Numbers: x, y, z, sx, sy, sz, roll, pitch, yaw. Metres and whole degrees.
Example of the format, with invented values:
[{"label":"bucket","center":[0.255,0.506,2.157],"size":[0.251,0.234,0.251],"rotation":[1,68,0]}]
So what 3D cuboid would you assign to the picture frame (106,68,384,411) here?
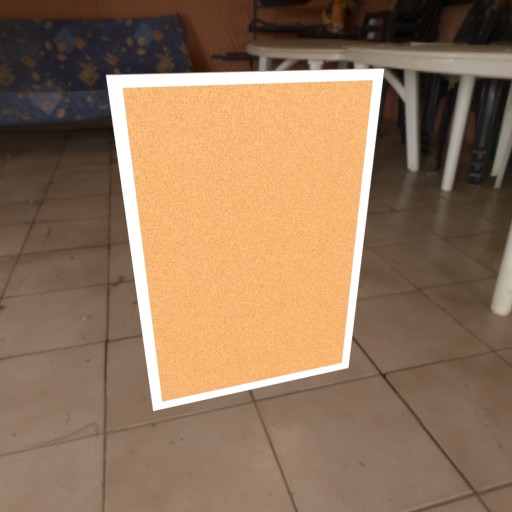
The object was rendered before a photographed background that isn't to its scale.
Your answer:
[{"label":"picture frame","center":[0.000,0.000,0.854],"size":[0.457,0.657,0.013],"rotation":[-8,28,-15]}]
